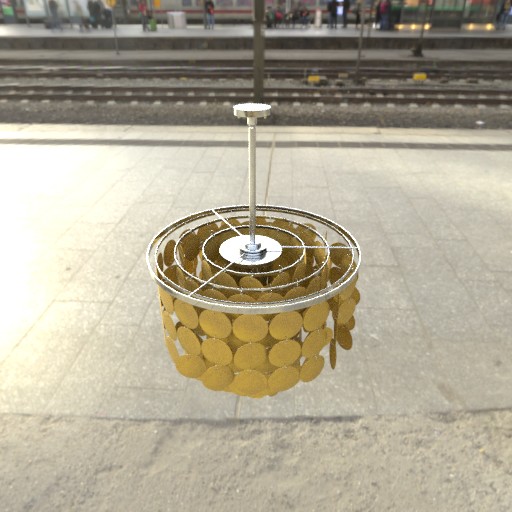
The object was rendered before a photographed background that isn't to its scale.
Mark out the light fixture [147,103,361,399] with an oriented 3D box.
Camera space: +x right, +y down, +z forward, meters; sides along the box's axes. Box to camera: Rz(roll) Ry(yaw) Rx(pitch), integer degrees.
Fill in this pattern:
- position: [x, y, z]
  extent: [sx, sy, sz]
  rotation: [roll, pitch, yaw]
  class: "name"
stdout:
- position: [0.000, 0.000, 0.757]
  extent: [0.368, 0.492, 0.368]
  rotation: [0, 29, 0]
  class: "light fixture"
